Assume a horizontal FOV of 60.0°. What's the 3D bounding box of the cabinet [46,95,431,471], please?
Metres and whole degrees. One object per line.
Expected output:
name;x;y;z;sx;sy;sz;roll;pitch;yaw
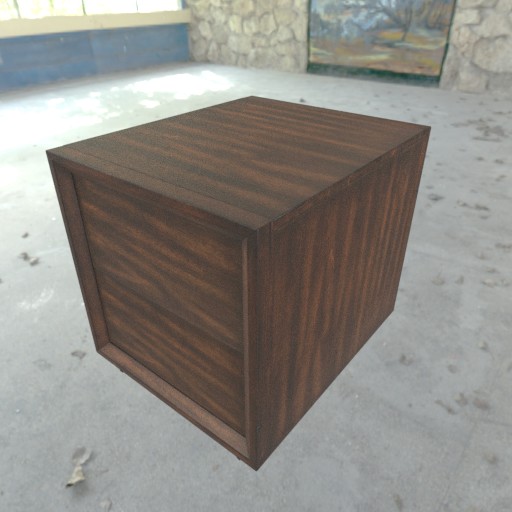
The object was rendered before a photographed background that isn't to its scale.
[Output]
cabinet;0.000;0.000;0.836;0.402;0.455;0.500;23;38;32
